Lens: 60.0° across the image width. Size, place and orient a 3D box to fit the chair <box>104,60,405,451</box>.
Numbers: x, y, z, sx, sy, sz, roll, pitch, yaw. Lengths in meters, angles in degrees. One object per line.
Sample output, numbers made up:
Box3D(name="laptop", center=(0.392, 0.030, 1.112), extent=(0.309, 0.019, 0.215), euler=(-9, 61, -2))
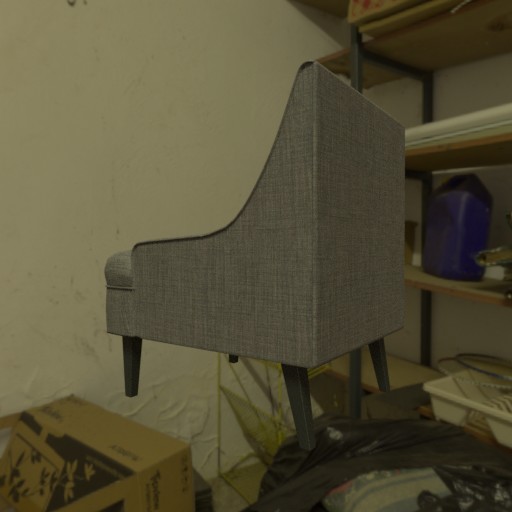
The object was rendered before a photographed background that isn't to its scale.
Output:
Box3D(name="chair", center=(0.000, 0.000, 1.442), extent=(0.771, 0.891, 0.655), euler=(1, 1, 36))
